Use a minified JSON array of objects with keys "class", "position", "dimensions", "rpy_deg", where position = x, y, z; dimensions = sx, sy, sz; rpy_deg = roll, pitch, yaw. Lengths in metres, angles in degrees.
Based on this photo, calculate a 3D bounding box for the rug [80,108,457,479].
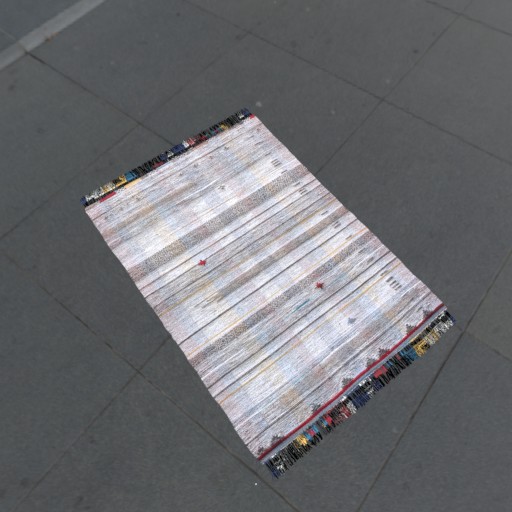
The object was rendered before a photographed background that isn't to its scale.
[{"class":"rug","position":[0.000,0.000,2.395],"dimensions":[1.217,0.012,1.848],"rpy_deg":[-34,68,-16]}]
